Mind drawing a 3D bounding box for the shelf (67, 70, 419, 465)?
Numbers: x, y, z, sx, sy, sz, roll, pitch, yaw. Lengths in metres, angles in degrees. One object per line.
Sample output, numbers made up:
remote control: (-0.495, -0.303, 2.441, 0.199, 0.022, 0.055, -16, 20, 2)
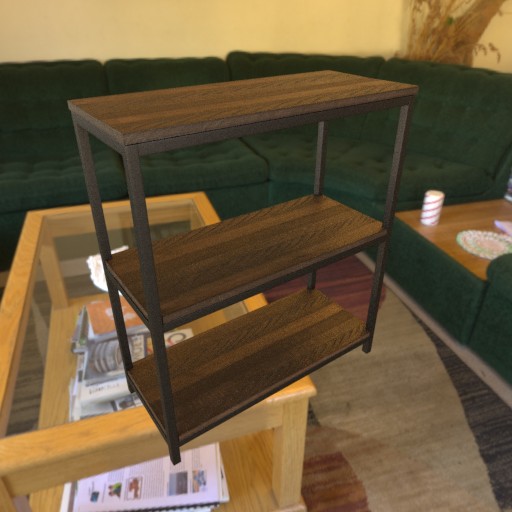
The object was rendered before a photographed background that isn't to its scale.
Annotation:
shelf: (0.000, 0.000, 1.348, 0.822, 0.947, 0.352, -20, 36, -30)
